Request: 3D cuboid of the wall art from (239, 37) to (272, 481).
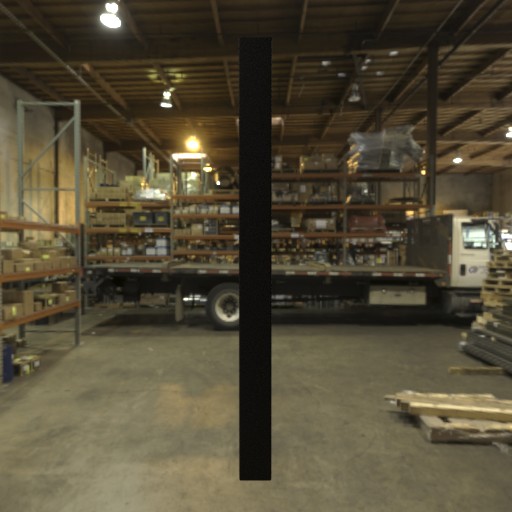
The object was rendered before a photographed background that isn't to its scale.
[{"bbox_3d":[0.000,0.000,0.759,0.037,0.508,0.508,0,1,0],"label":"wall art"}]
